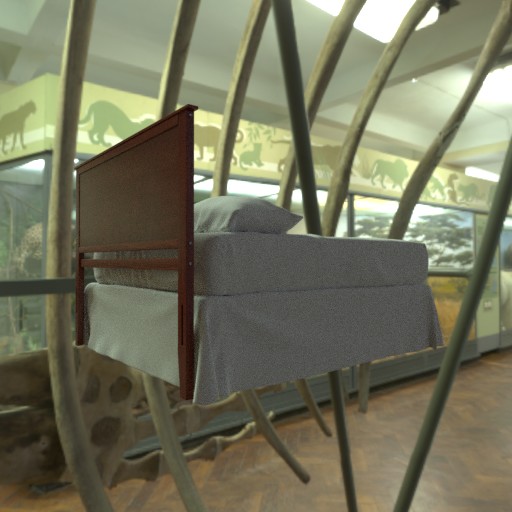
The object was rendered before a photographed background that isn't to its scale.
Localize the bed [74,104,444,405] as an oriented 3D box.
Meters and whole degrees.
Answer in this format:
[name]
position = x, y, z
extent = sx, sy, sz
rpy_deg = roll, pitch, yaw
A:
[bed]
position = 0.000, 0.000, 3.153
extent = 2.050, 1.270, 1.870
rpy_deg = 1, -1, -38
